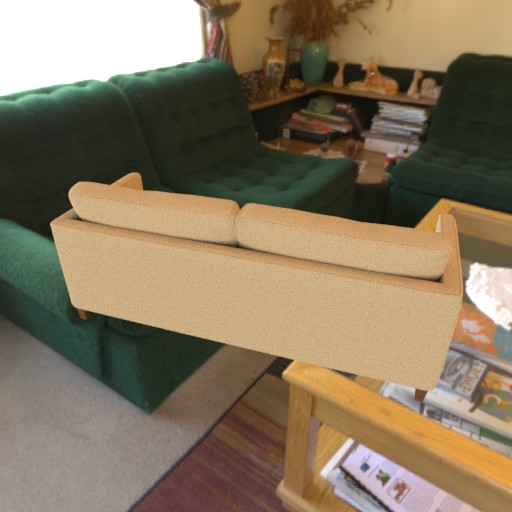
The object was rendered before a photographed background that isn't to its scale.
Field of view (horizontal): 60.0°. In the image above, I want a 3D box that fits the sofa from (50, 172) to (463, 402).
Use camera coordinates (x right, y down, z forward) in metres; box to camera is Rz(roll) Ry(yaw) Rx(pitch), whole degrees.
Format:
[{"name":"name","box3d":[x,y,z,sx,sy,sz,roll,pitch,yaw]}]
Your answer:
[{"name":"sofa","box3d":[0.000,0.000,2.879,2.361,0.968,0.951,10,33,16]}]
